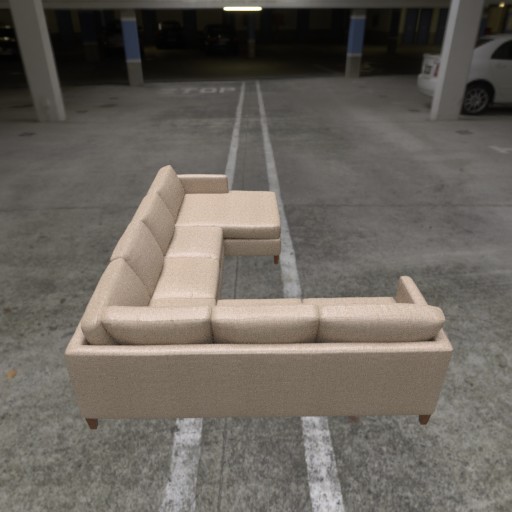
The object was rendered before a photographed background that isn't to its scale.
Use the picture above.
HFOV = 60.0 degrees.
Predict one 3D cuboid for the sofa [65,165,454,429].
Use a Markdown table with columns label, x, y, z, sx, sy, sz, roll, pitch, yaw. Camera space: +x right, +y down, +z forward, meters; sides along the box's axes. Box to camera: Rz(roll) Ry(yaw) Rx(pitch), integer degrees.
| label | x | y | z | sx | sy | sz | roll | pitch | yaw |
| --- | --- | --- | --- | --- | --- | --- | --- | --- | --- |
| sofa | 0.000 | 0.000 | 4.491 | 2.594 | 0.961 | 3.460 | 0 | 30 | -1 |
